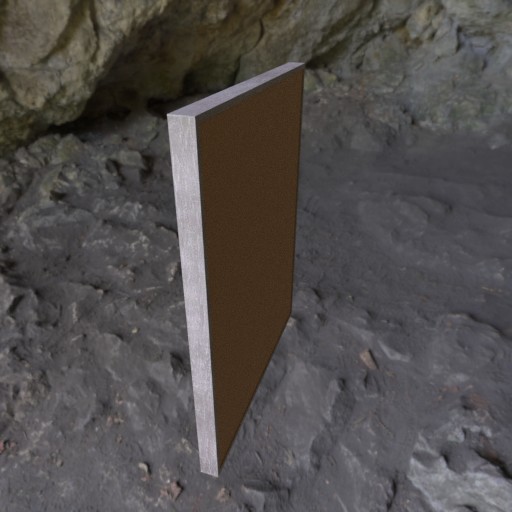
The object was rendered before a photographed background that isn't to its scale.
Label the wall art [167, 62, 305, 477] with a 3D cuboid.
[{"bbox_3d":[0.000,0.000,0.702,0.032,0.521,0.421,10,31,16],"label":"wall art"}]
